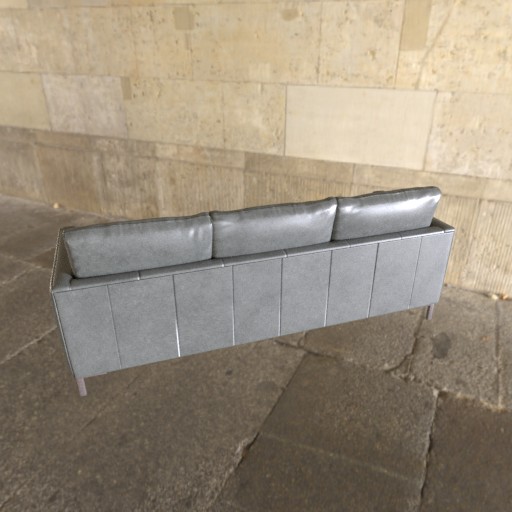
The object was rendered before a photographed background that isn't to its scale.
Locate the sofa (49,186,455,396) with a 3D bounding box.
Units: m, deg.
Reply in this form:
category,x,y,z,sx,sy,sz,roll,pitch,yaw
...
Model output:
category,x,y,z,sx,sy,sz,roll,pitch,yaw
sofa,0.000,0.000,2.453,2.029,0.805,0.748,-9,28,-17
